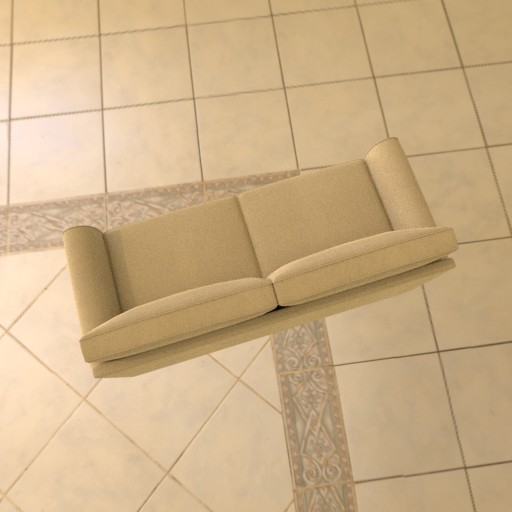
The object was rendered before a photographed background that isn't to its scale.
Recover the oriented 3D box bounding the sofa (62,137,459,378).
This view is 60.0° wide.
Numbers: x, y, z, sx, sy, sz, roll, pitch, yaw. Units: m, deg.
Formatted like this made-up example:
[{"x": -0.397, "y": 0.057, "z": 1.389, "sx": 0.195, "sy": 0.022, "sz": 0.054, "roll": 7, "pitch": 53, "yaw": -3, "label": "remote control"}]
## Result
[{"x": 0.000, "y": 0.000, "z": 2.700, "sx": 2.146, "sy": 0.962, "sz": 0.901, "roll": -16, "pitch": 76, "yaw": -4, "label": "sofa"}]
